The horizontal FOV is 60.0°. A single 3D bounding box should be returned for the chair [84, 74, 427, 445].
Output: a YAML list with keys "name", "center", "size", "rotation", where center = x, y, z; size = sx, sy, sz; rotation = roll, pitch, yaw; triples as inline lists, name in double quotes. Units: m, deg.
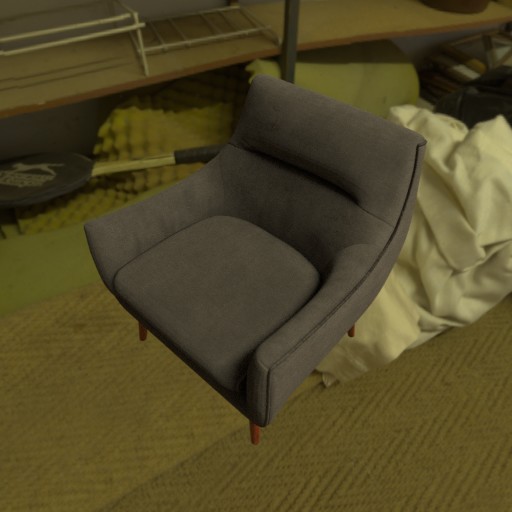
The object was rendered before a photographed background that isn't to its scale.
- name: "chair"
  center: [0.000, 0.000, 1.458]
  size: [0.762, 0.838, 0.787]
  rotation: [33, 54, 28]
